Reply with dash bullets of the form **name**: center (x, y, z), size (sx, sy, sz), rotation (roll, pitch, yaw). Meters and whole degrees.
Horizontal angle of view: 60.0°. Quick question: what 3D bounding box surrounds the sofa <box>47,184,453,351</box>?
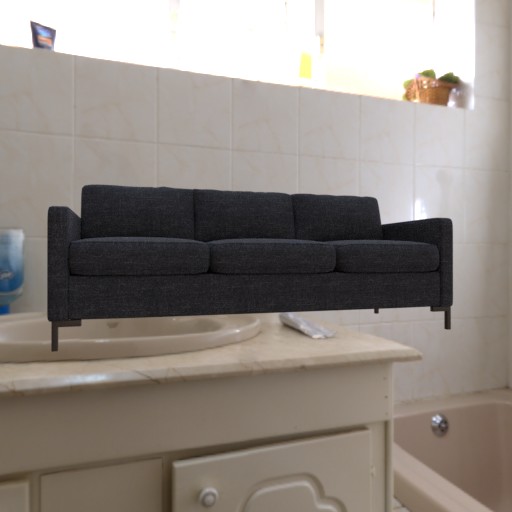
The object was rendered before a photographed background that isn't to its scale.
- **sofa**: center (0.000, 0.000, 2.706), size (2.218, 0.874, 0.859), rotation (0, 0, -17)
